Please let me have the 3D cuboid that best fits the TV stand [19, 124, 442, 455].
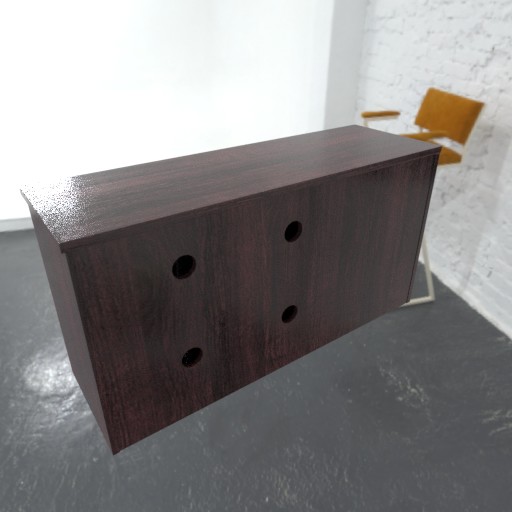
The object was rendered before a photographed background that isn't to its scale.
[{"bbox_3d":[0.000,0.000,1.424,1.192,0.614,0.404,-19,34,-30],"label":"TV stand"}]
